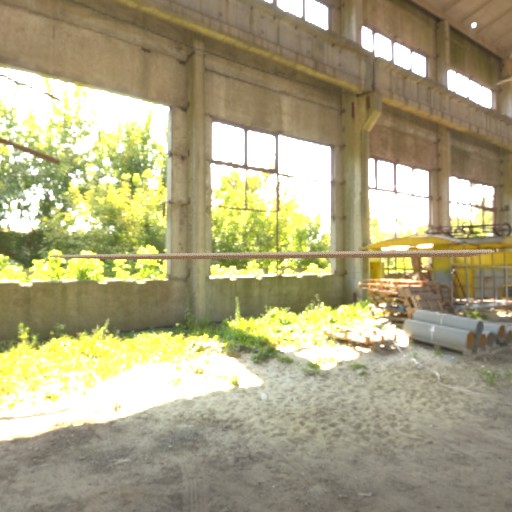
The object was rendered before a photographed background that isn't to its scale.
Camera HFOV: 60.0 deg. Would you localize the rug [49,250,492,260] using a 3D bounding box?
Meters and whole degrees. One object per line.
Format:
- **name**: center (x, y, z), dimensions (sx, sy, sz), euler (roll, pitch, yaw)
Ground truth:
- **rug**: center (0.000, 0.000, 2.503), dimensions (2.276, 0.014, 0.678), euler (-1, -2, 18)
